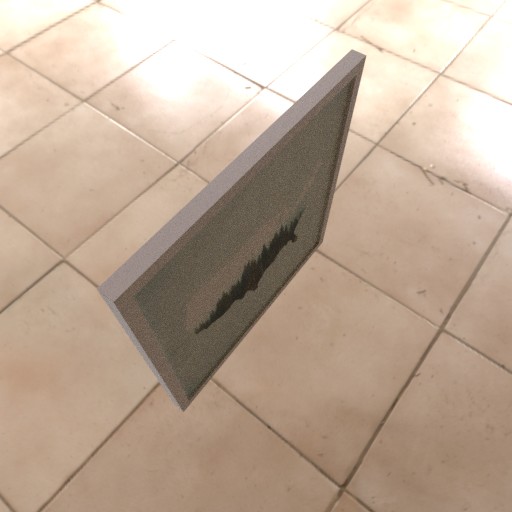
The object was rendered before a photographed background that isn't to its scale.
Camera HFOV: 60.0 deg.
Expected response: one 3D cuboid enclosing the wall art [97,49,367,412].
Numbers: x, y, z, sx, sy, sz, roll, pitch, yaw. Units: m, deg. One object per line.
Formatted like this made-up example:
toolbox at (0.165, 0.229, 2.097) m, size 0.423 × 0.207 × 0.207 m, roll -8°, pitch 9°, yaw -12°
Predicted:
wall art at (0.000, 0.000, 1.161) m, size 0.038 × 0.762 × 0.762 m, roll 33°, pitch 64°, yaw 18°
